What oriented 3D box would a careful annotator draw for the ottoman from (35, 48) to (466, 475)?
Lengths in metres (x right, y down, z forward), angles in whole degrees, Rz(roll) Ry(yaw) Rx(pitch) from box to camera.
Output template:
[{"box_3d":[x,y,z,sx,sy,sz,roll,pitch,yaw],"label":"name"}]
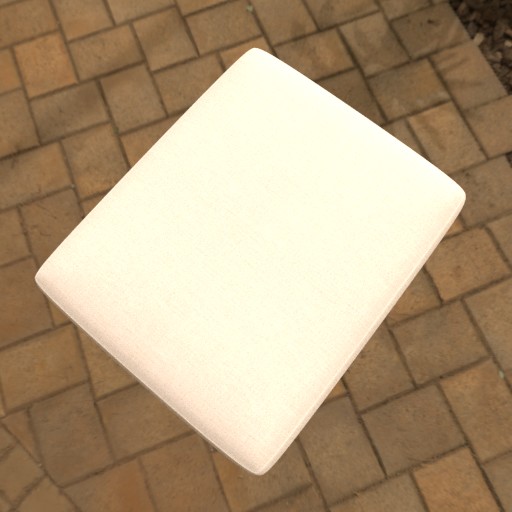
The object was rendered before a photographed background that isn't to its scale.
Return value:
[{"box_3d":[0.000,0.000,1.149,0.657,0.453,0.794,38,79,9],"label":"ottoman"}]
